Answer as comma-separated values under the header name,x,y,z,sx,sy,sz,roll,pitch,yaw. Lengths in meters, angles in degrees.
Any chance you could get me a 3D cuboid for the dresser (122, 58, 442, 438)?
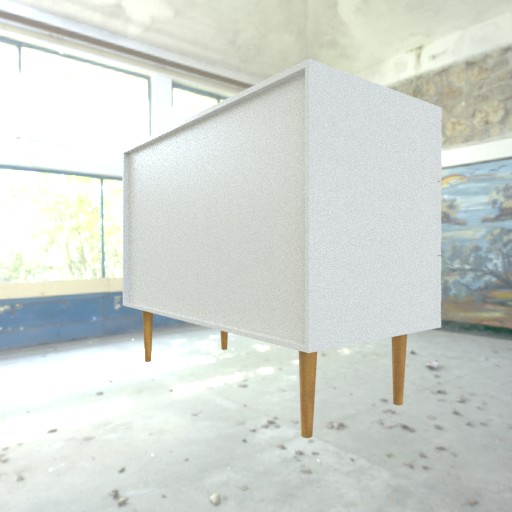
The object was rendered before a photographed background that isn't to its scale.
name,x,y,z,sx,sy,sz,roll,pitch,yaw
dresser,0.000,0.000,1.299,0.457,0.721,0.905,0,1,-38
